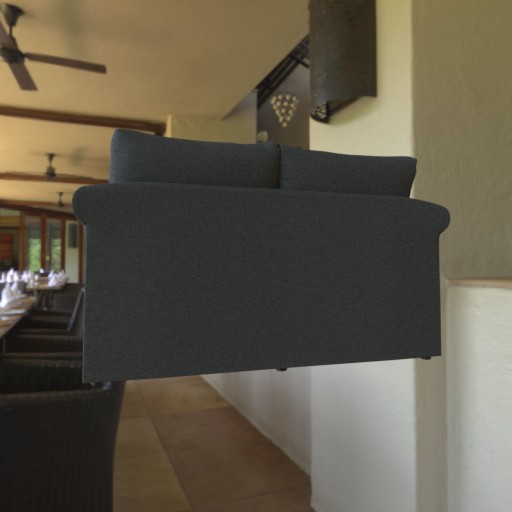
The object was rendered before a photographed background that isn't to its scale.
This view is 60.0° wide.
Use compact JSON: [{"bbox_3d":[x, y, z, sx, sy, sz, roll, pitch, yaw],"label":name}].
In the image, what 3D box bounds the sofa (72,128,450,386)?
[{"bbox_3d":[0.000,0.000,1.963,1.460,0.872,0.741,0,-1,-18],"label":"sofa"}]
